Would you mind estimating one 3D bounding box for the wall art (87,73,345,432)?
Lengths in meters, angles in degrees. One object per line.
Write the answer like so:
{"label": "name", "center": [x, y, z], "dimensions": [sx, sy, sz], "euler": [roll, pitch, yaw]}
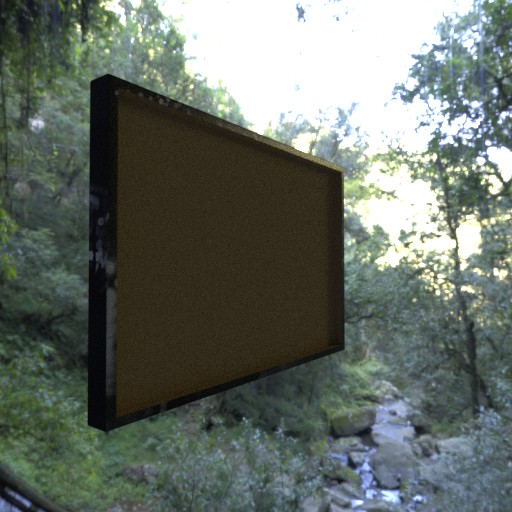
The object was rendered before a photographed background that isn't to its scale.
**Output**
{"label": "wall art", "center": [0.000, 0.000, 0.753], "dimensions": [0.037, 0.406, 0.609], "euler": [-1, -2, 37]}
